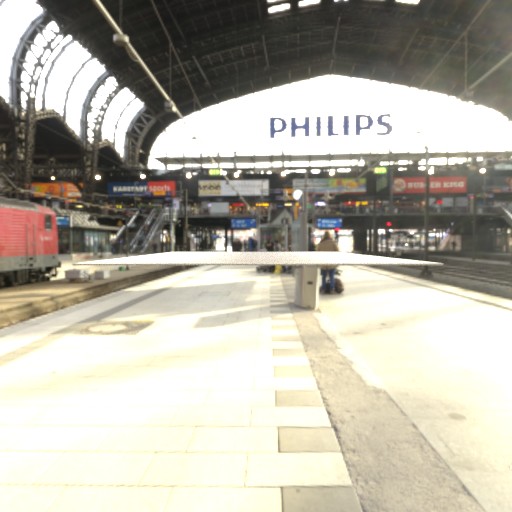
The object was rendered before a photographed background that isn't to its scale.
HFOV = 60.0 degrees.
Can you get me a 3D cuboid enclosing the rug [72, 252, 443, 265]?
[{"bbox_3d":[0.000,0.000,2.365,1.226,0.007,1.815,0,2,-1],"label":"rug"}]
